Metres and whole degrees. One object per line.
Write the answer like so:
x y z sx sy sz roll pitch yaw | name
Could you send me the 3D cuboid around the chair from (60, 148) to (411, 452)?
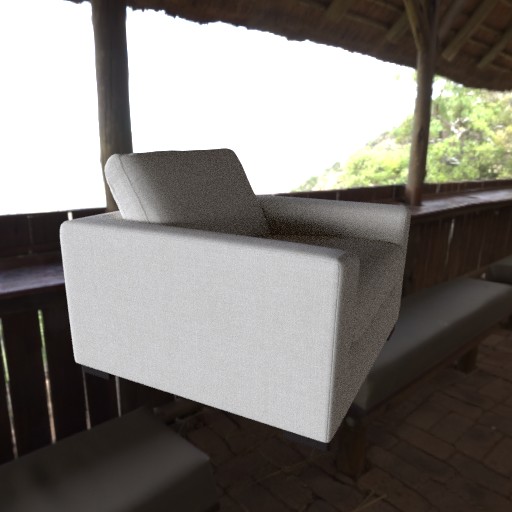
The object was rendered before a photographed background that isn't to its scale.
0.000 0.000 1.887 1.100 0.876 1.070 8 17 27 | chair
